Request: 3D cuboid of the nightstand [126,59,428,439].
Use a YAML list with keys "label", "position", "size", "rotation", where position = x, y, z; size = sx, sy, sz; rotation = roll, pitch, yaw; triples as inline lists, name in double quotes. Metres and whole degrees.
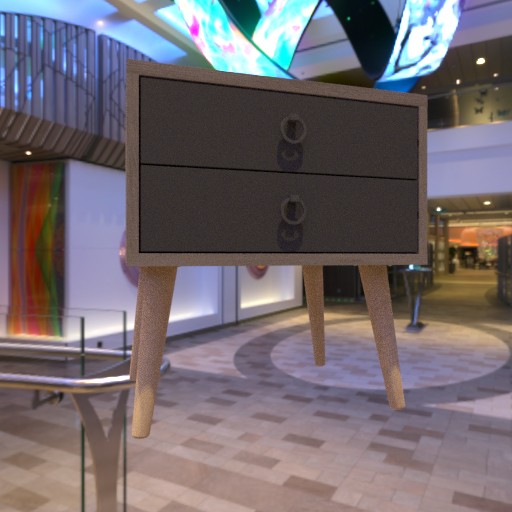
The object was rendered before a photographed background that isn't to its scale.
- label: "nightstand"
  position: [0.000, 0.000, 0.799]
  size: [0.450, 0.500, 0.380]
  rotation: [0, 0, -17]
